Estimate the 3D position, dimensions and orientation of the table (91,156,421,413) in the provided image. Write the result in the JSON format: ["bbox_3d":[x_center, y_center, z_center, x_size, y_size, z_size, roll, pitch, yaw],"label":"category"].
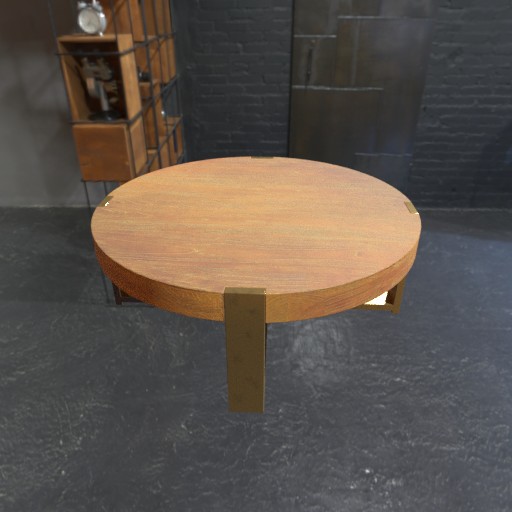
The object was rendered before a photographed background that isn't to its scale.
[{"bbox_3d":[0.000,0.000,1.661,1.100,0.420,1.100,0,30,0],"label":"table"}]
